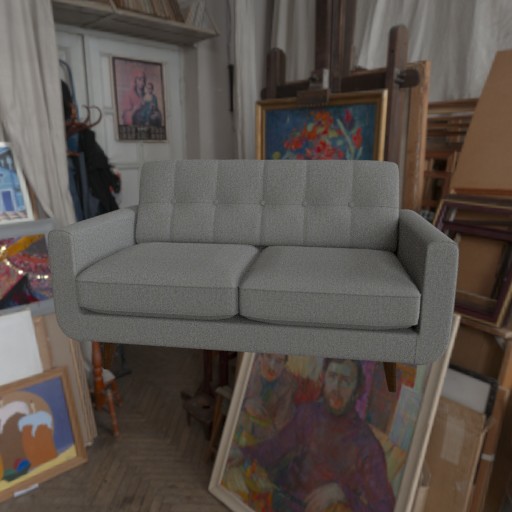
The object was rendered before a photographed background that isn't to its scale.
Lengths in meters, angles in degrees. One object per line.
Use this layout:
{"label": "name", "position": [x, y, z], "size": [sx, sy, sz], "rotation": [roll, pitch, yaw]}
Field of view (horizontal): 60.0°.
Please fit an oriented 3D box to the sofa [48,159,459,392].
{"label": "sofa", "position": [0.000, 0.000, 2.200], "size": [1.651, 0.925, 0.952], "rotation": [2, 13, 9]}
